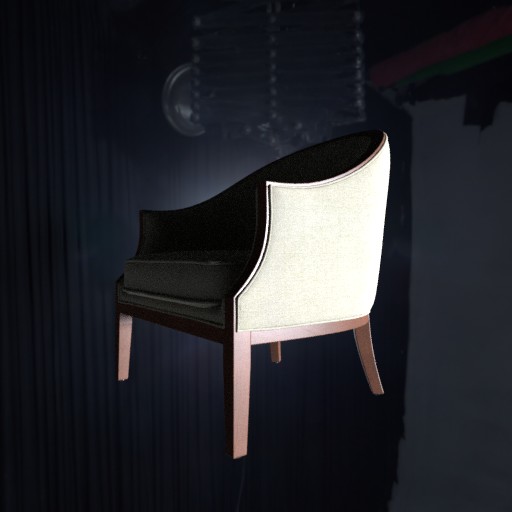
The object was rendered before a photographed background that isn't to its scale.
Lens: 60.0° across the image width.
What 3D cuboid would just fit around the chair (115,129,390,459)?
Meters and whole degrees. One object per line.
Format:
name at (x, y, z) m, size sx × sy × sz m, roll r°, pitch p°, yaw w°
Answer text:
chair at (0.000, 0.000, 1.450) m, size 0.735 × 0.876 × 0.803 m, roll 0°, pitch 0°, yaw -36°
